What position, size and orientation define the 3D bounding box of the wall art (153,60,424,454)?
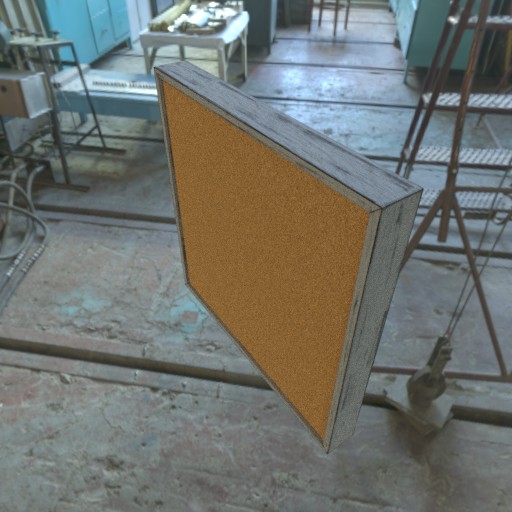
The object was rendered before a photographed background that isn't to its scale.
[{"bbox_3d":[0.000,0.000,0.455,0.036,0.303,0.303,-25,46,-26],"label":"wall art"}]
